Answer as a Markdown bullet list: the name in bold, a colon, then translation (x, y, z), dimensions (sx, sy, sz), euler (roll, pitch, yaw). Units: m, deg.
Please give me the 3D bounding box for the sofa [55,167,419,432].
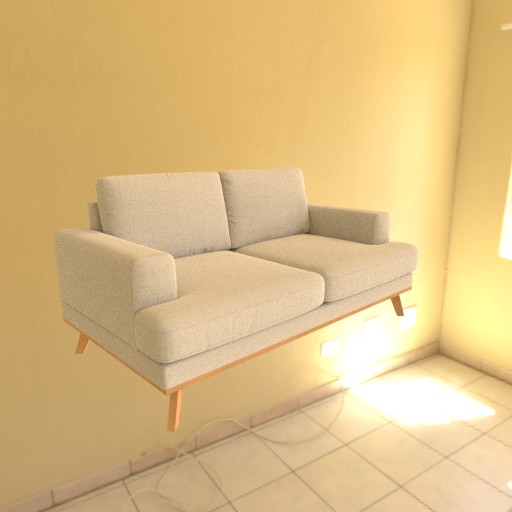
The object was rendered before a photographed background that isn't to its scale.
- **sofa**: translation (0.000, 0.000, 2.200), dimensions (1.651, 0.810, 0.915), euler (-13, 19, -42)
